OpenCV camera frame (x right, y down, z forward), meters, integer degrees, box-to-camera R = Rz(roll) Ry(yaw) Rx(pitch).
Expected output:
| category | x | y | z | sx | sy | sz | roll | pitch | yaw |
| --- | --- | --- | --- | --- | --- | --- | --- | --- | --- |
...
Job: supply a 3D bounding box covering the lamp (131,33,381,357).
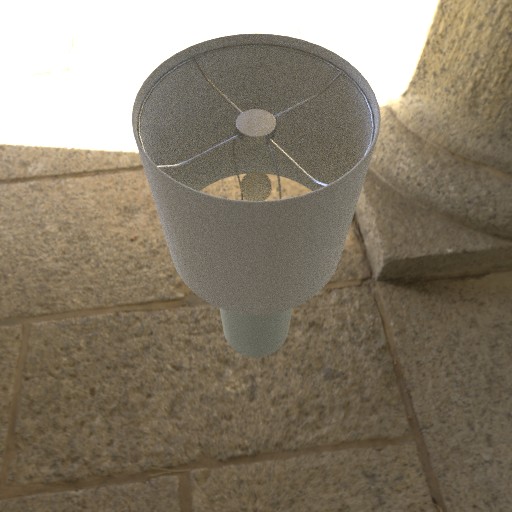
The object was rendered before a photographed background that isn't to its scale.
| category | x | y | z | sx | sy | sz | roll | pitch | yaw |
| --- | --- | --- | --- | --- | --- | --- | --- | --- | --- |
| lamp | 0.000 | 0.000 | 0.589 | 0.212 | 0.493 | 0.212 | -32 | 64 | -18 |
